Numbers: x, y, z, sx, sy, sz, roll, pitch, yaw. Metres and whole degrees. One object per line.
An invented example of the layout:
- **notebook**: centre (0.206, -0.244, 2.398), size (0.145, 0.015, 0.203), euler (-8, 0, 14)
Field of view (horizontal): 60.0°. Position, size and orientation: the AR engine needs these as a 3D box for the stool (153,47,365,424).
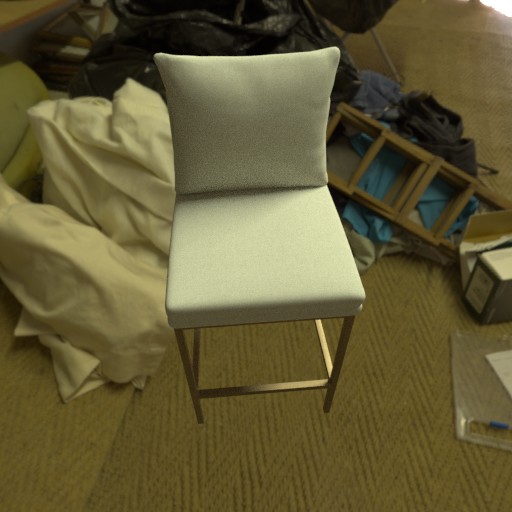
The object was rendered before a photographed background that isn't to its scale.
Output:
- **stool**: centre (0.000, 0.000, 1.296), size (0.463, 1.032, 0.572), euler (-4, 47, -3)
